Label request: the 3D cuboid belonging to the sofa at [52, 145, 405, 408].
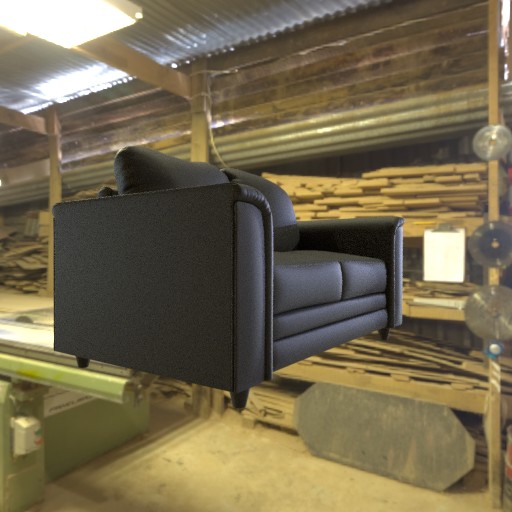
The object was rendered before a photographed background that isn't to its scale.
[{"bbox_3d":[0.000,0.000,1.952,0.887,0.845,1.386,0,1,35],"label":"sofa"}]
